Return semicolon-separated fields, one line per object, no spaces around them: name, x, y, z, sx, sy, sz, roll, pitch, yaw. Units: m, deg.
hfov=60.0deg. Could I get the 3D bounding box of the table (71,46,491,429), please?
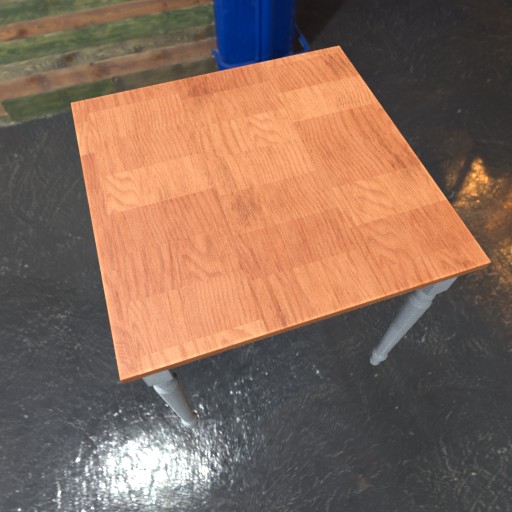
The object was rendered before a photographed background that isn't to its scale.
table;0.000;0.000;1.327;0.747;0.738;0.747;-16;60;-9
